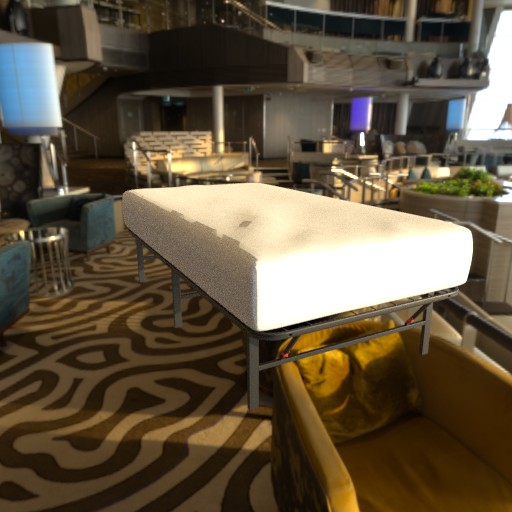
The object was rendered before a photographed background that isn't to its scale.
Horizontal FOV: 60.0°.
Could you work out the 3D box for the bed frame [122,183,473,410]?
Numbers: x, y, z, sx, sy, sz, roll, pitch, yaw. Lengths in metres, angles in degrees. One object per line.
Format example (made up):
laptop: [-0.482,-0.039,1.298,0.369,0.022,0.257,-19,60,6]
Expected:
bed frame: [0.000,0.000,2.426,1.025,0.640,1.908,-8,18,-27]
